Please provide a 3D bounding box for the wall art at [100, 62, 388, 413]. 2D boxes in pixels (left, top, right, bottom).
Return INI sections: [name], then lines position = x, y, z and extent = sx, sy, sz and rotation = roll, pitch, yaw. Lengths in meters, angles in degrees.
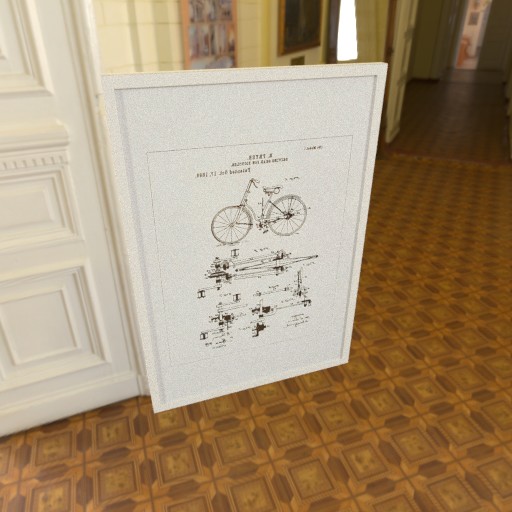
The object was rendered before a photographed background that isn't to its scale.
[wall art]
position = 0.000, 0.000, 0.608
extent = 0.332, 0.477, 0.015
rotation = -10, 31, -17
